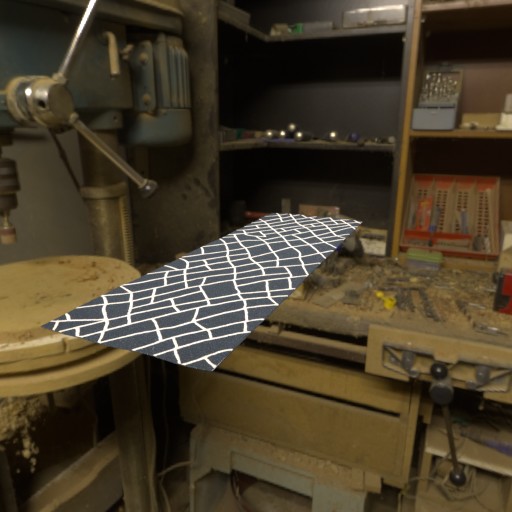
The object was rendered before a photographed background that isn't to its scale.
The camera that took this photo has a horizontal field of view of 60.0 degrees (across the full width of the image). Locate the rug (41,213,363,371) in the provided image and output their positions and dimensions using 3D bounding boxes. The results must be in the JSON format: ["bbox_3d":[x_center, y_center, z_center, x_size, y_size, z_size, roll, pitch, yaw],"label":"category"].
[{"bbox_3d":[0.000,0.000,2.687,0.807,0.010,2.476,8,19,23],"label":"rug"}]
